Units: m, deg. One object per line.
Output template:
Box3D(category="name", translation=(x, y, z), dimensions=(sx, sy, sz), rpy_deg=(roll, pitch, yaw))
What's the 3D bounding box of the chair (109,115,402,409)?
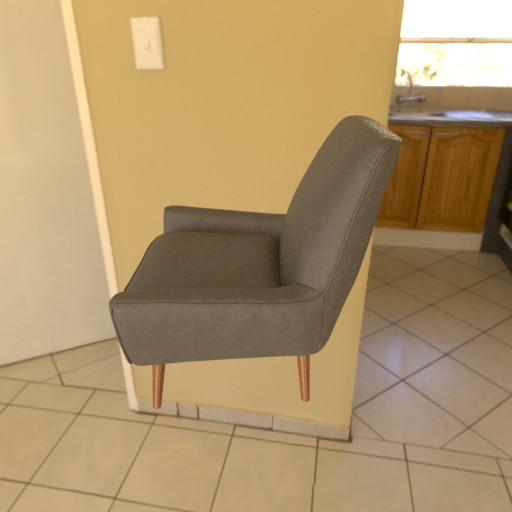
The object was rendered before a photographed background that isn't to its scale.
Box3D(category="chair", translation=(0.000, 0.000, 1.534), dimensions=(0.822, 0.888, 0.787), rpy_deg=(0, 26, 1))
